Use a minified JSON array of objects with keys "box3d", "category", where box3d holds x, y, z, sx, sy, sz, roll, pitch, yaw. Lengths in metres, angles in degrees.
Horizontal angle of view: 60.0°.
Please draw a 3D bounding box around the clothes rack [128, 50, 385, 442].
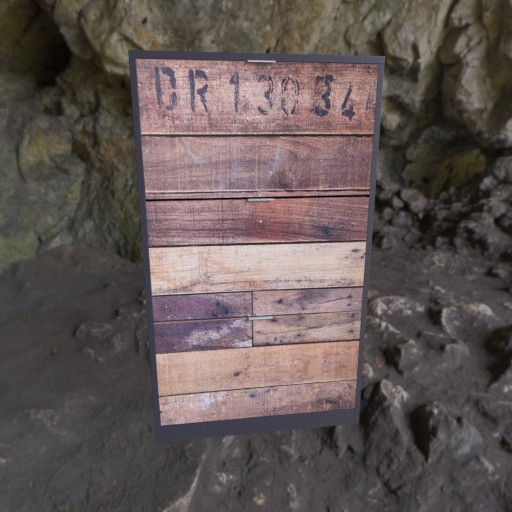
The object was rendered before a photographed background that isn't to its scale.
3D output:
[{"box3d":[0.000,0.000,1.563,0.750,1.280,0.250,-2,16,-8],"category":"clothes rack"}]
